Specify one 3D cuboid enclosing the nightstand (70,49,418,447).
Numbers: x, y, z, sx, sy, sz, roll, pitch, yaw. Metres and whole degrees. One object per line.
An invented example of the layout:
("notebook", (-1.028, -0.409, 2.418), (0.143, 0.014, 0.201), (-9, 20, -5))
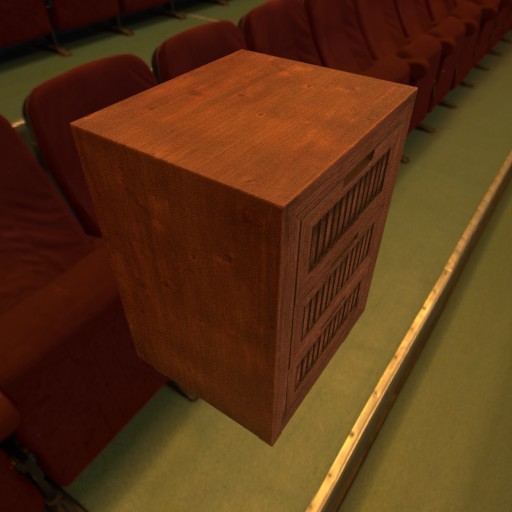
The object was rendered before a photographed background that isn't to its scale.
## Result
("nightstand", (0.000, 0.000, 0.990), (0.410, 0.695, 0.465), (25, 47, 25))
